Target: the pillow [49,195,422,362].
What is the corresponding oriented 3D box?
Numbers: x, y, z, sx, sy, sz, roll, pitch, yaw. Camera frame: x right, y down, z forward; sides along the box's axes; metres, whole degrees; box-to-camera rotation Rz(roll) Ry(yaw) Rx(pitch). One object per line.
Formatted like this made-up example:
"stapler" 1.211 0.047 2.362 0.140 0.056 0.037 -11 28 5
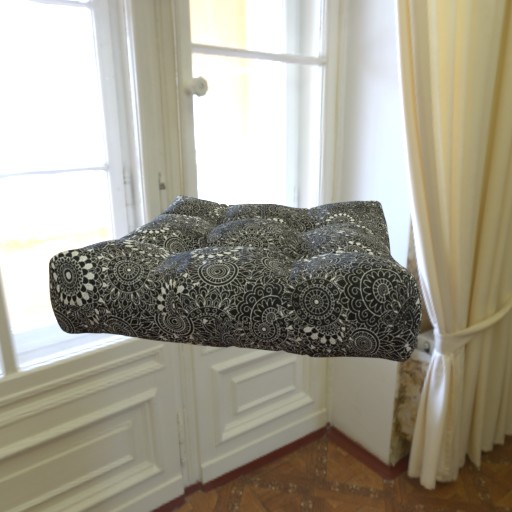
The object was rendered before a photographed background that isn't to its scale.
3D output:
"pillow" 0.000 0.000 0.745 0.468 0.128 0.490 3 17 9
